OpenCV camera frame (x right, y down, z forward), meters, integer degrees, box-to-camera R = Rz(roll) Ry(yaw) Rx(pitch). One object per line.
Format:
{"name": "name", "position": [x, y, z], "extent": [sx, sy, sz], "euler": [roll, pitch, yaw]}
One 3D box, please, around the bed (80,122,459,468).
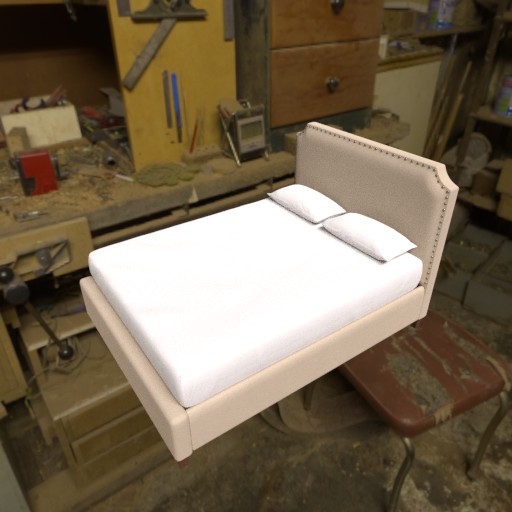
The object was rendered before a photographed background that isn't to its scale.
{"name": "bed", "position": [0.000, 0.000, 3.449], "extent": [2.329, 1.415, 1.703], "euler": [-20, 37, -29]}
